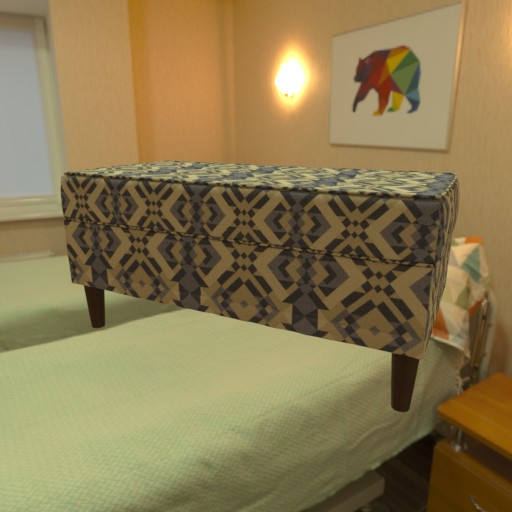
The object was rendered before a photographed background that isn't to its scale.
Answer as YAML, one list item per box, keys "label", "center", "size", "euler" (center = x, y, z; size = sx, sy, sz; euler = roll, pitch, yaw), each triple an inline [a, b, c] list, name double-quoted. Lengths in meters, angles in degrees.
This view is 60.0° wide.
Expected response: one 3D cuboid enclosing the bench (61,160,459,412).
- label: "bench"
  center: [0.000, 0.000, 1.277]
  size: [1.016, 0.477, 0.492]
  euler: [8, 18, 26]
